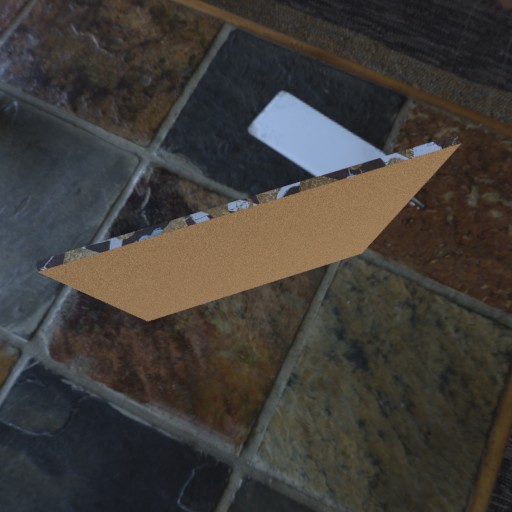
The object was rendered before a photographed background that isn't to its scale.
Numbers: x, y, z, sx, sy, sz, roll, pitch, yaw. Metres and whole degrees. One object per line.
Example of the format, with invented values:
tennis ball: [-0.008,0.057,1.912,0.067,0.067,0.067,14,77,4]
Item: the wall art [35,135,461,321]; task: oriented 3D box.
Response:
wall art: [0.000,0.000,0.600,0.404,0.406,0.010,-17,76,-4]
